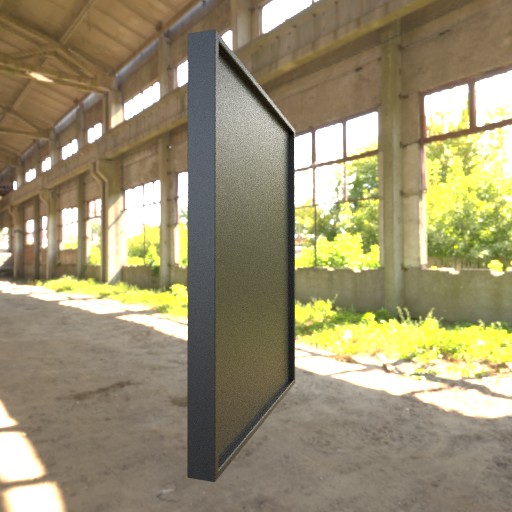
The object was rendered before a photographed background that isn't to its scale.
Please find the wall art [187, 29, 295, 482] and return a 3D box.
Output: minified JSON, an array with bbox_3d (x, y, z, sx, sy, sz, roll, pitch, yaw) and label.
[{"bbox_3d":[0.000,0.000,0.762,0.039,0.555,0.449,0,0,18],"label":"wall art"}]
